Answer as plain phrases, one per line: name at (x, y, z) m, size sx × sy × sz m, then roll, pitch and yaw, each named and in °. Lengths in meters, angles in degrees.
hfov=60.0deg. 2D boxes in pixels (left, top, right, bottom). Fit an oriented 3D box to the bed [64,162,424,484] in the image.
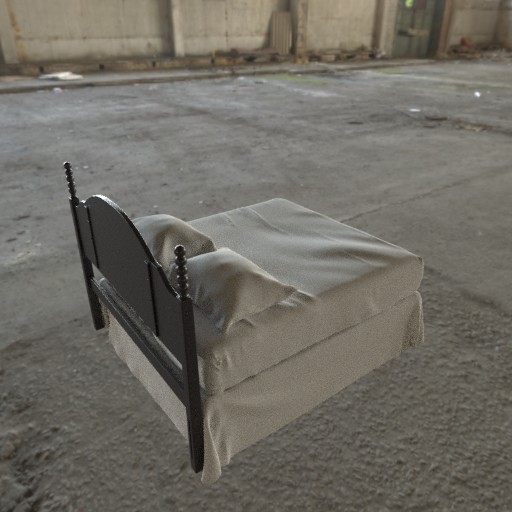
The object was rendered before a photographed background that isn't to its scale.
bed at (0.000, 0.000, 3.220) m, size 2.040 × 1.356 × 1.873 m, roll -19°, pitch 32°, yaw -32°
